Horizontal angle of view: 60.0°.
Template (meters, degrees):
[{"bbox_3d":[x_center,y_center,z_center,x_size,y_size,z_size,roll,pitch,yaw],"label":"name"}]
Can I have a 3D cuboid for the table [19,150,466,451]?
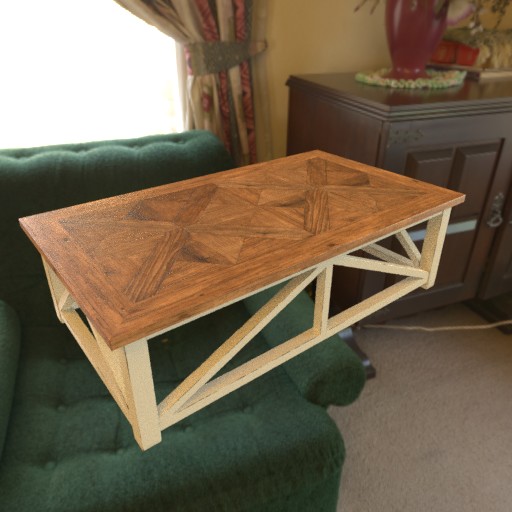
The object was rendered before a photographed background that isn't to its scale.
[{"bbox_3d":[0.000,0.000,1.686,1.400,0.410,0.800,-20,35,-32],"label":"table"}]
